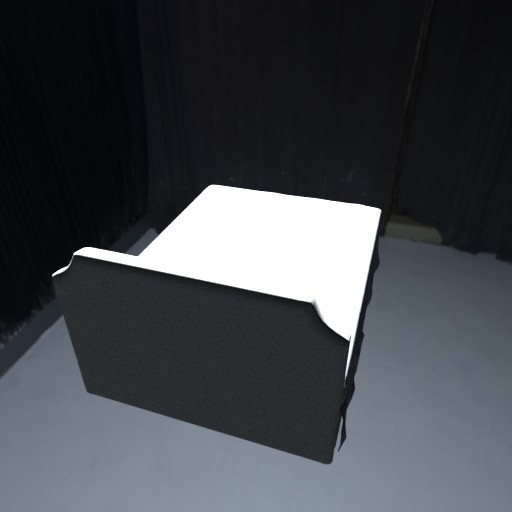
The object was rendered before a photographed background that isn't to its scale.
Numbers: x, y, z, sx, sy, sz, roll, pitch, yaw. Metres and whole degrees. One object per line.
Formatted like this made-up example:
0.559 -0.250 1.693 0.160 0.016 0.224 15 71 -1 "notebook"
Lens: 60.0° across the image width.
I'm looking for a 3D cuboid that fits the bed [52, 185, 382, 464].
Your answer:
0.000 0.000 3.665 1.977 1.293 2.498 10 35 15 "bed"
